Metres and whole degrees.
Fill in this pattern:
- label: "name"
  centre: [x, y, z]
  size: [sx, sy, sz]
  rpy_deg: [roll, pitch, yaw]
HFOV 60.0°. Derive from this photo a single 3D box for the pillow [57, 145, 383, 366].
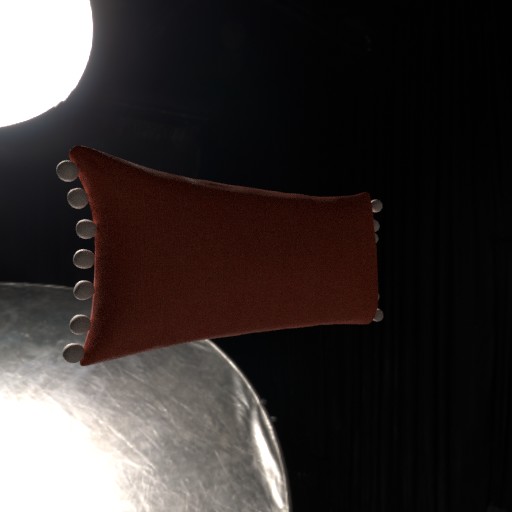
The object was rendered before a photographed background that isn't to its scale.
- label: "pillow"
  centre: [0.000, 0.000, 0.837]
  size: [0.709, 0.322, 0.201]
  rpy_deg: [0, 0, -36]
